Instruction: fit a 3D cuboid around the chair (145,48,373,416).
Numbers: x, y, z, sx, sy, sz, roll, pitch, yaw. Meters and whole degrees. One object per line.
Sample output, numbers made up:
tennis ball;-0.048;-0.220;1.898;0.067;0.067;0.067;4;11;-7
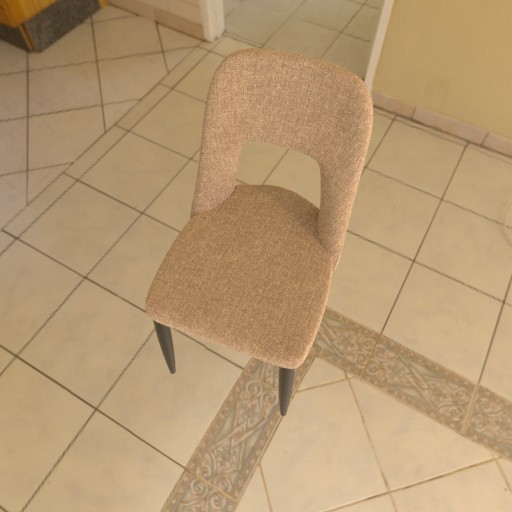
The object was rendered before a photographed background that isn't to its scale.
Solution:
chair;0.000;0.000;1.293;0.470;0.931;0.612;18;61;10
